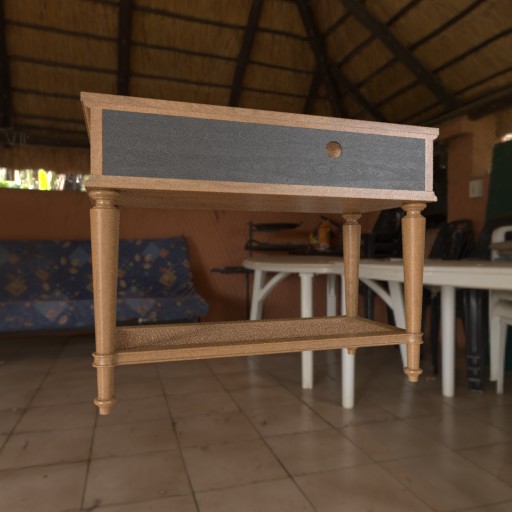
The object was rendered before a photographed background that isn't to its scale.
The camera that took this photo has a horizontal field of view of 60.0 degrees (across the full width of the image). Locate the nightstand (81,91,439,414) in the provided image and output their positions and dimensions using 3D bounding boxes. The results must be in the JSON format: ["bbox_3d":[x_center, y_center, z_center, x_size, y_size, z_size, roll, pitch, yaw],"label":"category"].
[{"bbox_3d":[0.000,0.000,1.283,0.914,0.700,0.432,0,1,-18],"label":"nightstand"}]
